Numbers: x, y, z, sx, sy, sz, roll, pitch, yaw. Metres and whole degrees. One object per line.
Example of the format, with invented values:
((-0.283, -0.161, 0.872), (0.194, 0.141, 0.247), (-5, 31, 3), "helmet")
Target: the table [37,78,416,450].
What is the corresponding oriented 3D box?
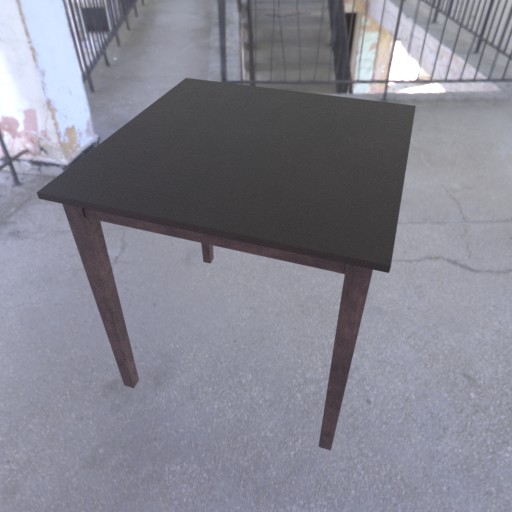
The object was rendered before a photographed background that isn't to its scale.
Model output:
((0.000, 0.000, 1.386), (0.749, 0.770, 0.749), (12, 42, 14), "table")
